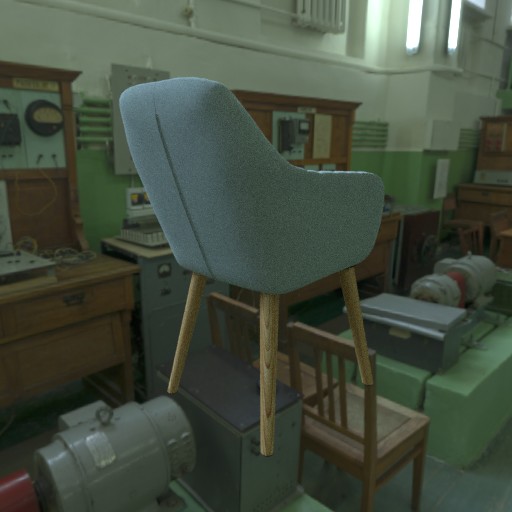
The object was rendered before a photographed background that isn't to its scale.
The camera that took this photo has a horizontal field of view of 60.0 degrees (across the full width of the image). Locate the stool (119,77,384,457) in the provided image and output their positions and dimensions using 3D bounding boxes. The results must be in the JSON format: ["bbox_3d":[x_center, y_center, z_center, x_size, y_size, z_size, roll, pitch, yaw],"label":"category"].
[{"bbox_3d":[0.000,0.000,1.192,0.503,0.830,0.590,13,20,43],"label":"stool"}]
